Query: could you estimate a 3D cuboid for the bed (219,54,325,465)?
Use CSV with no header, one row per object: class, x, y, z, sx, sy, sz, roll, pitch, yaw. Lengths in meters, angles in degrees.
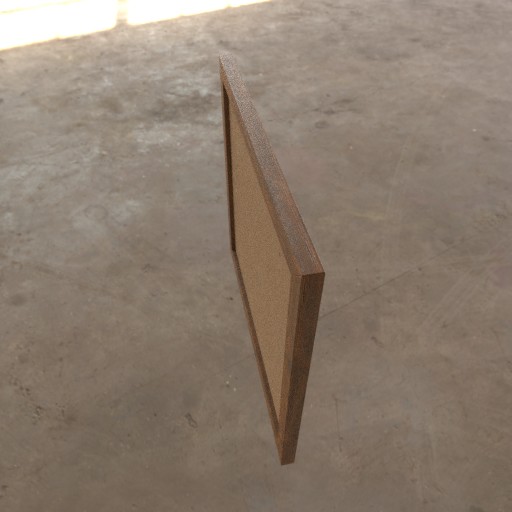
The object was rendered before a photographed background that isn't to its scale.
bed,0.000,0.000,1.503,0.046,0.942,1.046,-8,46,-8
